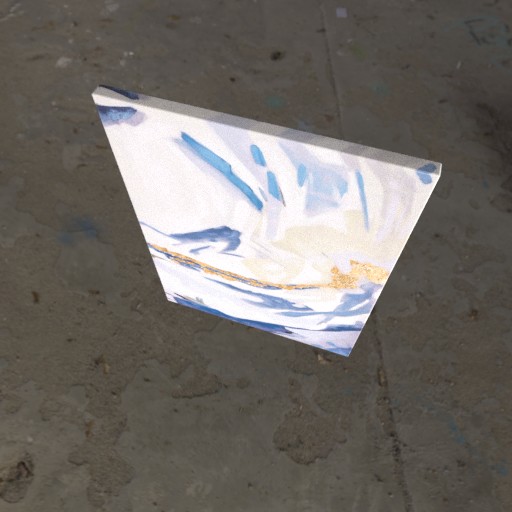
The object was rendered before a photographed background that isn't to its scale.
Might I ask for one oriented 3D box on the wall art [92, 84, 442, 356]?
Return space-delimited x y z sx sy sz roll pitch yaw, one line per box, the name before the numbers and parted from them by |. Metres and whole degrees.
wall art | 0.000 0.000 1.355 0.761 1.015 0.038 16 59 10
